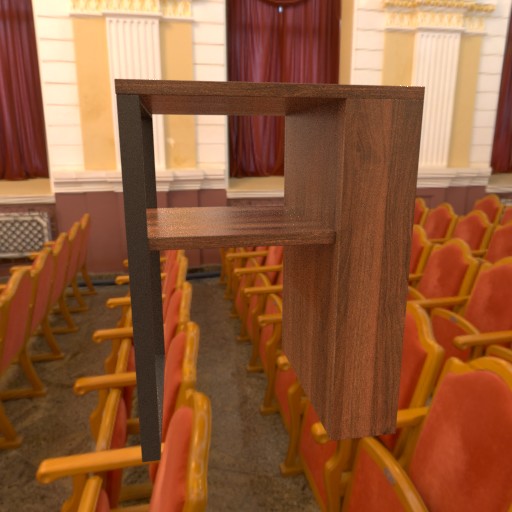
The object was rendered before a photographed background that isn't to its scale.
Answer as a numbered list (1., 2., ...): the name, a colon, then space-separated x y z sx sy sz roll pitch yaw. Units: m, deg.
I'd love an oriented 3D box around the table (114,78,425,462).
1. table: 0.000 0.000 1.535 0.786 1.041 0.660 -2 14 -10
